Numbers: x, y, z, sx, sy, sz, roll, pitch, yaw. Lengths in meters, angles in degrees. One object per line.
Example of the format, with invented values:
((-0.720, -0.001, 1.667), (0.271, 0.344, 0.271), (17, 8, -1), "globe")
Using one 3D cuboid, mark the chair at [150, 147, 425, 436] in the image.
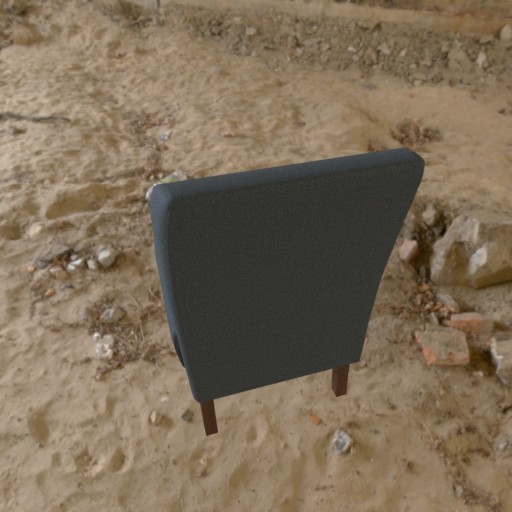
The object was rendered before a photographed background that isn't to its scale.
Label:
((0.000, 0.000, 1.169), (0.513, 0.804, 0.592), (-12, 42, -13), "chair")
